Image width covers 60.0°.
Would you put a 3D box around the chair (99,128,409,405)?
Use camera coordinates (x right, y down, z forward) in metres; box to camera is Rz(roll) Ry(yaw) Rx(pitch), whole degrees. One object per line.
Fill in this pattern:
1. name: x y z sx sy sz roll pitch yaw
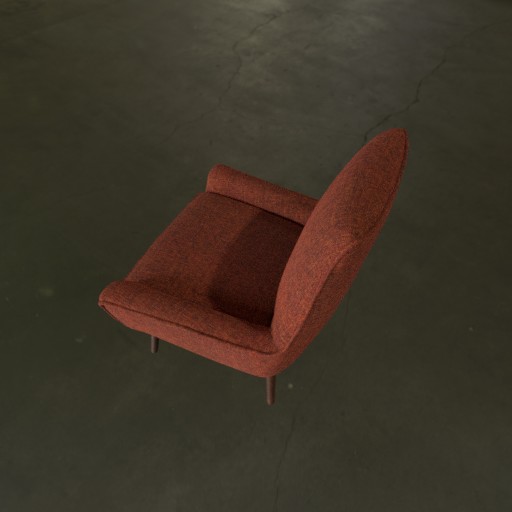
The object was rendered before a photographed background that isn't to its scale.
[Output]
1. chair: 0.000 0.000 1.534 0.784 0.911 0.803 19 50 17
